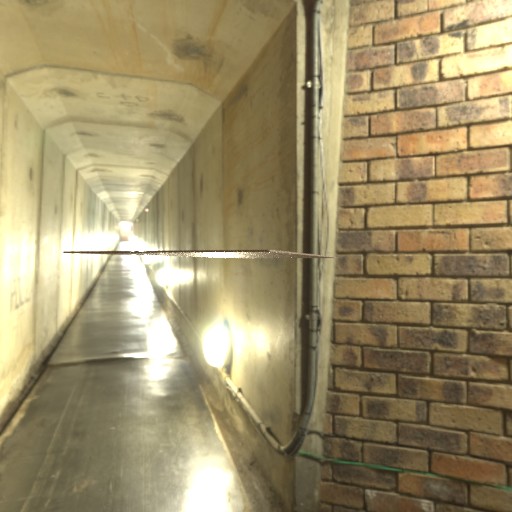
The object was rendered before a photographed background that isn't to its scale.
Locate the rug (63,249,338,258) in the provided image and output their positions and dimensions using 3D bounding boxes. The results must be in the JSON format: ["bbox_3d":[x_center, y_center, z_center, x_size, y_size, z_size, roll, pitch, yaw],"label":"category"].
[{"bbox_3d":[0.000,0.000,2.663,0.762,0.008,2.439,0,-1,15],"label":"rug"}]
